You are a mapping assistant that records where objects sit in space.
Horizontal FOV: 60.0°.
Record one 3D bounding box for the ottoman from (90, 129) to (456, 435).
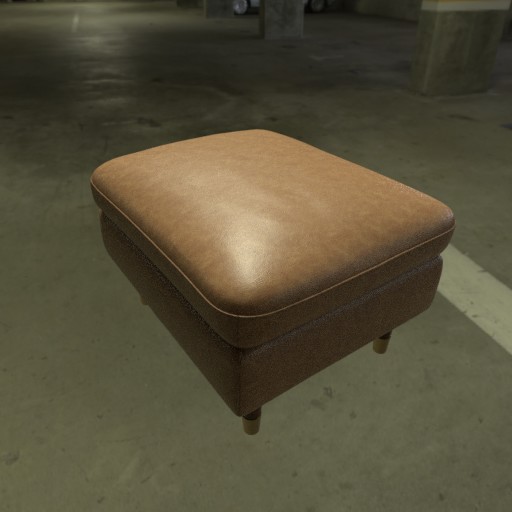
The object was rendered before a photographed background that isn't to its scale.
[{"bbox_3d":[0.000,0.000,1.126,0.593,0.478,0.747,-21,38,-30],"label":"ottoman"}]
